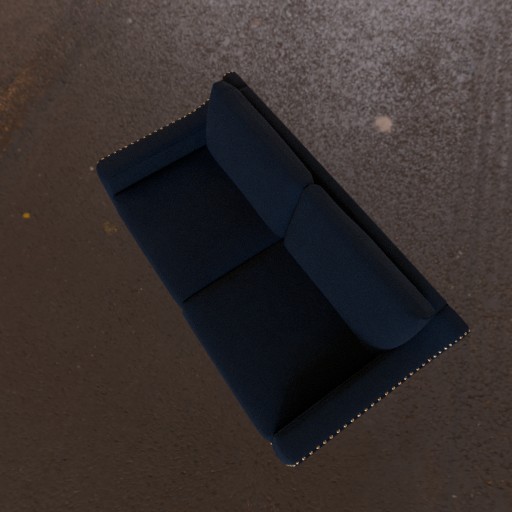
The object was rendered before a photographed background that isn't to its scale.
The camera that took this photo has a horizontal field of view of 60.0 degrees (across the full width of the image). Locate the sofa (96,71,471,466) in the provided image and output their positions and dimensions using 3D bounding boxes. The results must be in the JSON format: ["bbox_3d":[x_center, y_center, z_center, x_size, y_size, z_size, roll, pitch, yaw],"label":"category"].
[{"bbox_3d":[0.000,0.000,2.677,1.104,0.983,2.107,-32,69,-14],"label":"sofa"}]
